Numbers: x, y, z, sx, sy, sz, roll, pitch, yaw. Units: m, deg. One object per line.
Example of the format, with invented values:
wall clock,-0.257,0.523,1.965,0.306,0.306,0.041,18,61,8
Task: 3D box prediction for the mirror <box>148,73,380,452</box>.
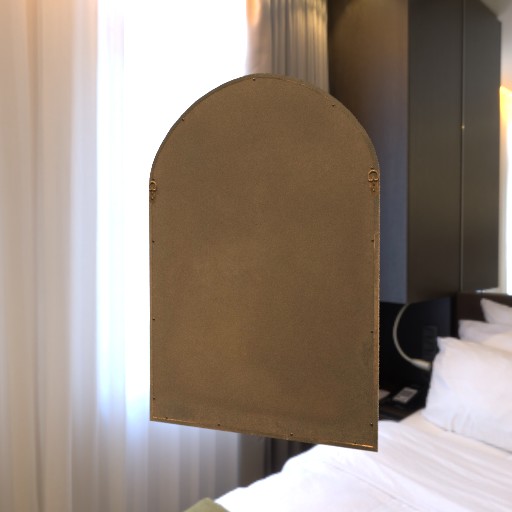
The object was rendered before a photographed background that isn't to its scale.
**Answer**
mirror,0.000,0.000,1.136,0.609,0.915,0.032,0,1,18
